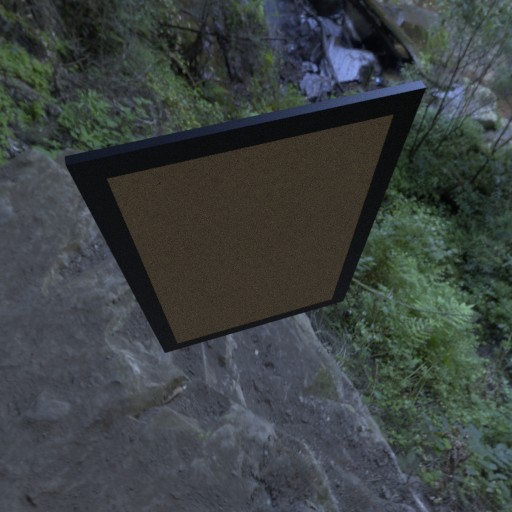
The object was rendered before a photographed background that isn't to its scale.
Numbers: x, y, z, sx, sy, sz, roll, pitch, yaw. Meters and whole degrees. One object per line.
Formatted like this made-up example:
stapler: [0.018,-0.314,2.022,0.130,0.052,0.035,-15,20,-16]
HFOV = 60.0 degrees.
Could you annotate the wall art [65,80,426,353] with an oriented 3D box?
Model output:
wall art: [0.000,0.000,0.679,0.381,0.534,0.013,-15,60,-9]
